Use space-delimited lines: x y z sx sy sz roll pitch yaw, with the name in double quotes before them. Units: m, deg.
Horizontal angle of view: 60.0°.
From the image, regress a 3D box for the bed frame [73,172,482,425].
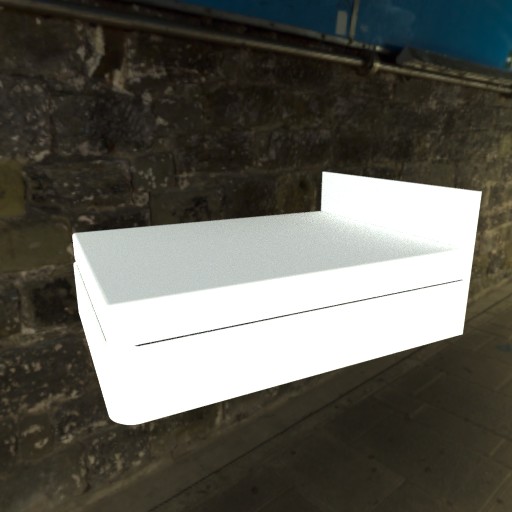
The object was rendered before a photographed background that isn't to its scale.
"bed frame" 0.000 0.000 2.585 1.900 0.800 1.400 -7 17 -25
